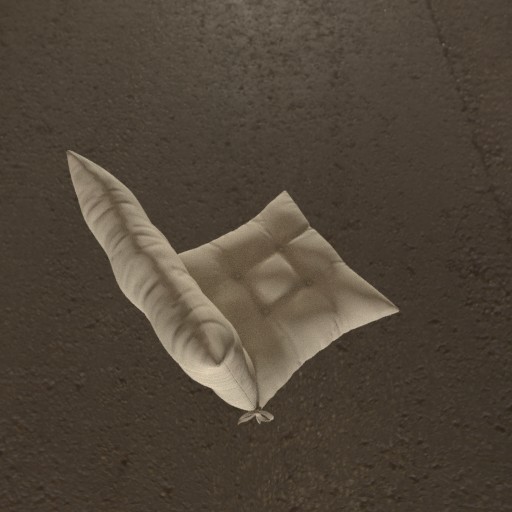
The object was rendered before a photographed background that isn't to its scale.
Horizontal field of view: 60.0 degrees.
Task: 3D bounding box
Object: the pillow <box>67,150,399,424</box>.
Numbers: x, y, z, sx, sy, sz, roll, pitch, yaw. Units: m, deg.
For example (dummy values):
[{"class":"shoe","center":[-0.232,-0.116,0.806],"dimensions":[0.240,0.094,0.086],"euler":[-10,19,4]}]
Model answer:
[{"class":"pillow","center":[0.000,0.000,1.007],"dimensions":[0.585,0.536,0.541],"euler":[-31,63,-18]}]
